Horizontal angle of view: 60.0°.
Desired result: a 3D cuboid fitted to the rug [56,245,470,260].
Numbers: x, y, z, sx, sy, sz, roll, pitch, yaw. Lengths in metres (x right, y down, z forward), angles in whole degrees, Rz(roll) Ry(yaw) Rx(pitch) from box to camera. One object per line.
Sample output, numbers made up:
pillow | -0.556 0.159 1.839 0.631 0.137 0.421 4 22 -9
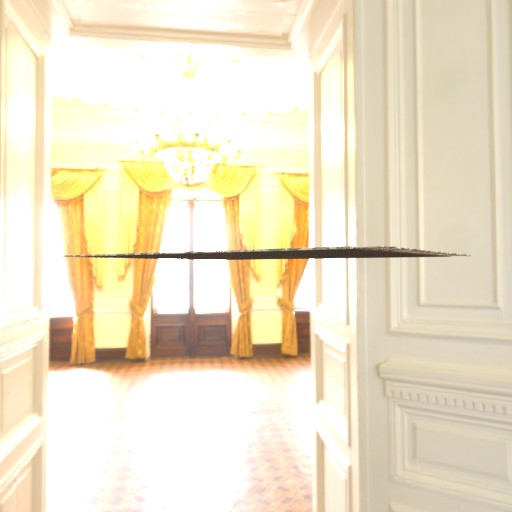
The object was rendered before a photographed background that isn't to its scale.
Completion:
rug | 0.000 0.000 2.294 1.829 0.010 1.219 -1 -2 37
